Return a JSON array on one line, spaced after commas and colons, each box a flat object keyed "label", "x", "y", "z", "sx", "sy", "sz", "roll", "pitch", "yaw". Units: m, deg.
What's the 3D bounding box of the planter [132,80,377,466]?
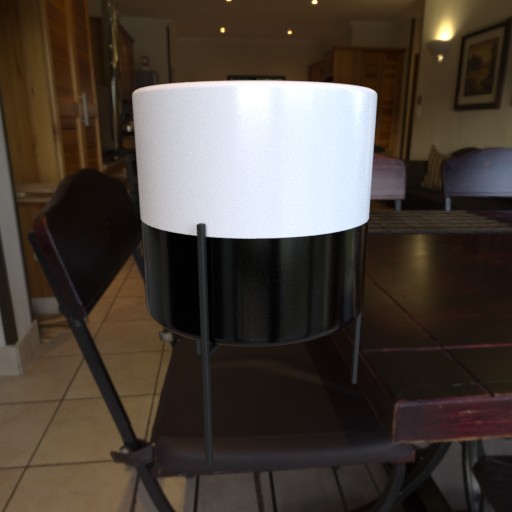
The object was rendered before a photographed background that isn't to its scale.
[{"label": "planter", "x": 0.000, "y": 0.000, "z": 0.623, "sx": 0.310, "sy": 0.432, "sz": 0.310, "roll": -7, "pitch": 17, "yaw": -24}]
